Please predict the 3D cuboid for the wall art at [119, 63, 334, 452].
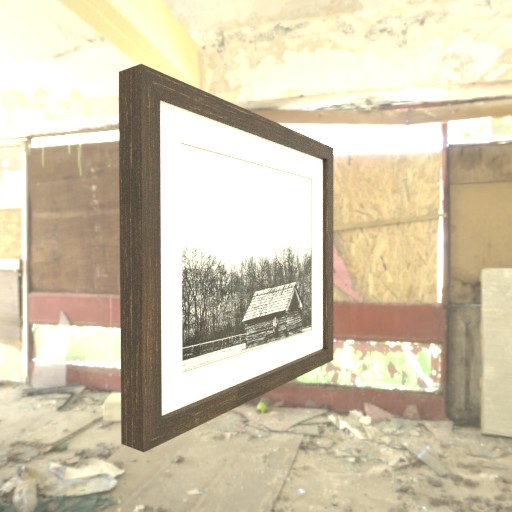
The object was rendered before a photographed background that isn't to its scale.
[{"bbox_3d":[0.000,0.000,0.541,0.031,0.330,0.381,1,1,35],"label":"wall art"}]
